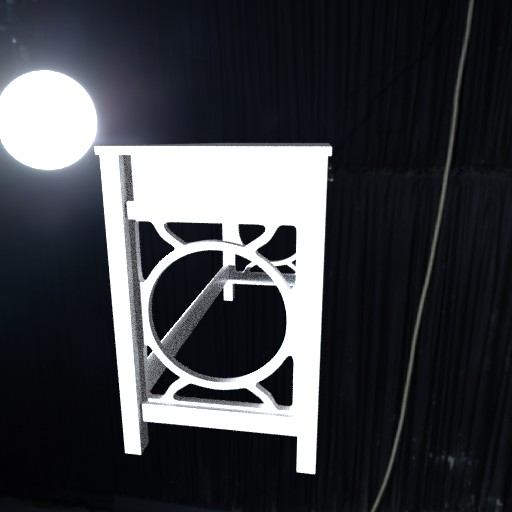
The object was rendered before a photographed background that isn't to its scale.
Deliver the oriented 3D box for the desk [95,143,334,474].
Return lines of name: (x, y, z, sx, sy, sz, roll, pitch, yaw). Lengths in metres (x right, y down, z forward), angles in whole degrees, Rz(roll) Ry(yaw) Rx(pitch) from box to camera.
desk: (0.000, 0.000, 1.558, 0.504, 0.762, 1.191, 2, 15, 9)
